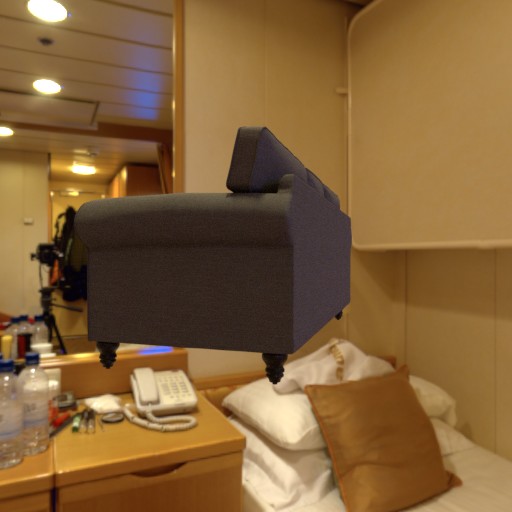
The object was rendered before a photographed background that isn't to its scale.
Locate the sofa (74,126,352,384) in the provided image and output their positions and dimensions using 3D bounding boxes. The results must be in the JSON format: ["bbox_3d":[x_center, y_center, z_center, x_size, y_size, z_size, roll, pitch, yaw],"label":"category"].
[{"bbox_3d":[0.000,0.000,2.626,0.909,0.966,2.084,0,0,18],"label":"sofa"}]
